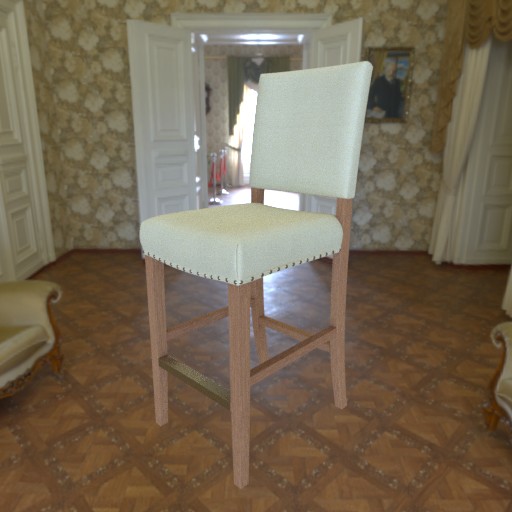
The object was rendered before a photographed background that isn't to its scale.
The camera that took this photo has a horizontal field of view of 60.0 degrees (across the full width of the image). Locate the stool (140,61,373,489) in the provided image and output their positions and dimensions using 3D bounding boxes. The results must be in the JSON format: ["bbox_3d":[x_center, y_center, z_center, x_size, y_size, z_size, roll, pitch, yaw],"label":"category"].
[{"bbox_3d":[0.000,0.000,1.427,0.445,1.168,0.584,15,21,42],"label":"stool"}]
